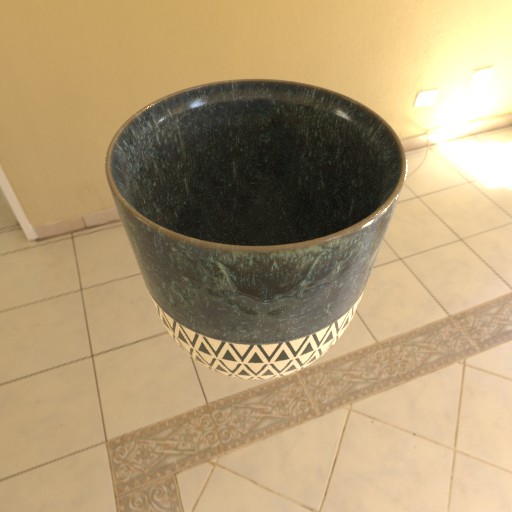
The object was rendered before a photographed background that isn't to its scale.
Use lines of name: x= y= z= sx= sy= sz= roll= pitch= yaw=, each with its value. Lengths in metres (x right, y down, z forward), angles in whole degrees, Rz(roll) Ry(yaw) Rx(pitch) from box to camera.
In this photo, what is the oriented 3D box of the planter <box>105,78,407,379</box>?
planter: x=0.000 y=0.000 z=0.370 sx=0.195 sy=0.214 sz=0.195 roll=0 pitch=46 yaw=0
